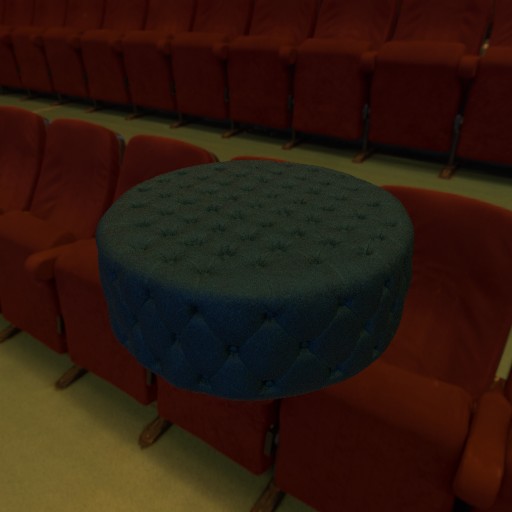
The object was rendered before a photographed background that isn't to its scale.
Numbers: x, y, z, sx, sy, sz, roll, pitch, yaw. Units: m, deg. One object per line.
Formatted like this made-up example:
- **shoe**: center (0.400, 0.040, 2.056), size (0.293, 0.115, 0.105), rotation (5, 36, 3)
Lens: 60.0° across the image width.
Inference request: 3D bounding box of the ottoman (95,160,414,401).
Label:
- **ottoman**: center (0.000, 0.000, 1.488), size (0.998, 0.398, 0.998), rotation (0, 30, 0)
